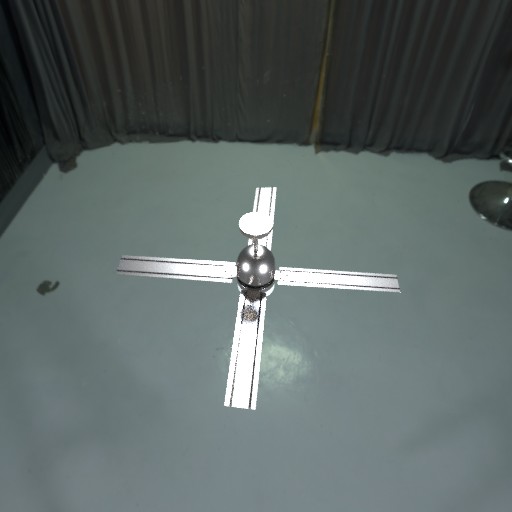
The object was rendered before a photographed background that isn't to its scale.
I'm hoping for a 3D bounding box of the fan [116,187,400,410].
[{"bbox_3d":[0.000,0.000,2.036,1.346,0.406,1.346,3,46,3],"label":"fan"}]
